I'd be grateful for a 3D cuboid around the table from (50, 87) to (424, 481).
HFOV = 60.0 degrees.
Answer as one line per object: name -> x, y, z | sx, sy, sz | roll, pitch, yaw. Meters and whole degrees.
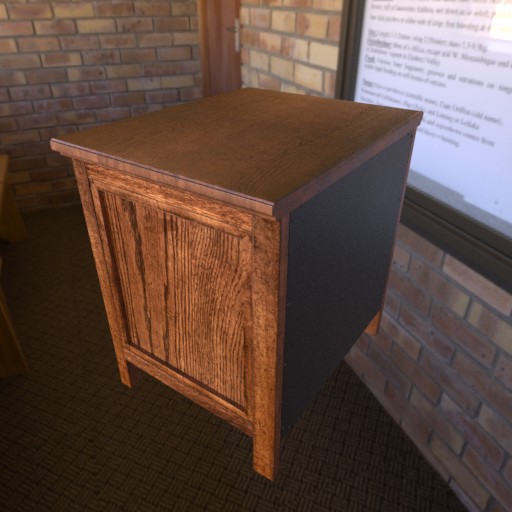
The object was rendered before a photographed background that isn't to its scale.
table -> 0.000, 0.000, 1.004 | 0.461, 0.597, 0.586 | 20, 36, 30
